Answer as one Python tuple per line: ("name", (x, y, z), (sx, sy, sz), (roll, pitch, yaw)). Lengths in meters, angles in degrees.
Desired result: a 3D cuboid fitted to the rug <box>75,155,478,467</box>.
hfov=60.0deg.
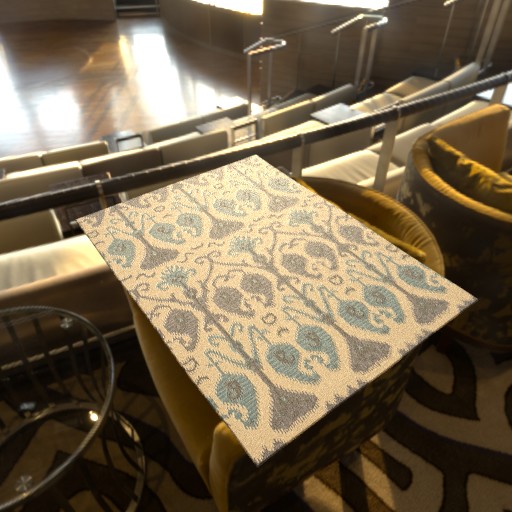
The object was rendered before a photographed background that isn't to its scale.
("rug", (0.000, 0.000, 2.983), (1.676, 0.013, 2.261), (-26, 47, -27))
